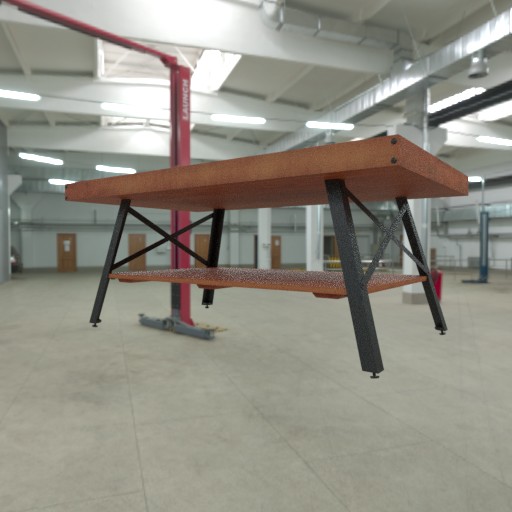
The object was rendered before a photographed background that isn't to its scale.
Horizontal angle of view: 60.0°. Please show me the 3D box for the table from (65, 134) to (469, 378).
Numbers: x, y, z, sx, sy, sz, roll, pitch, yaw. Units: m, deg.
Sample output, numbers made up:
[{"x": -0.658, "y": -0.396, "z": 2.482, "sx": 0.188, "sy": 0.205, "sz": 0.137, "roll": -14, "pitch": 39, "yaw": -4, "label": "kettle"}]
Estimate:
[{"x": 0.000, "y": 0.000, "z": 1.347, "sx": 1.067, "sy": 0.457, "sz": 0.610, "roll": 1, "pitch": 2, "yaw": 36, "label": "table"}]
